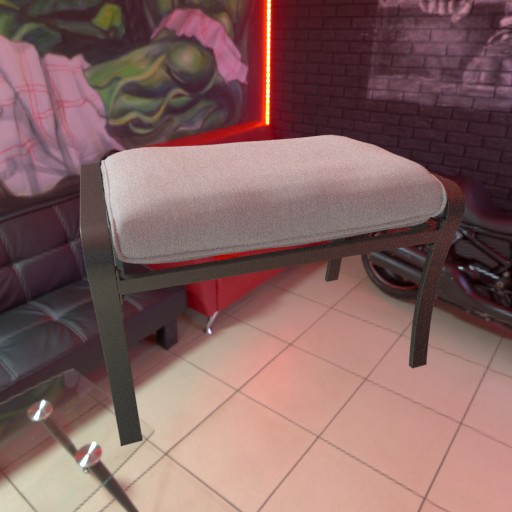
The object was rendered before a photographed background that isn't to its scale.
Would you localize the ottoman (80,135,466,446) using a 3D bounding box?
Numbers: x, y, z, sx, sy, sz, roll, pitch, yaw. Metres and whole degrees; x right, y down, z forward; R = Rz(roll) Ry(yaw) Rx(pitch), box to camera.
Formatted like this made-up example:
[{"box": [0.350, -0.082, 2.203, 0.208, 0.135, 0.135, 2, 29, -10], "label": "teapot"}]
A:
[{"box": [0.000, 0.000, 0.891, 0.610, 0.422, 0.406, -9, 28, -17], "label": "ottoman"}]
